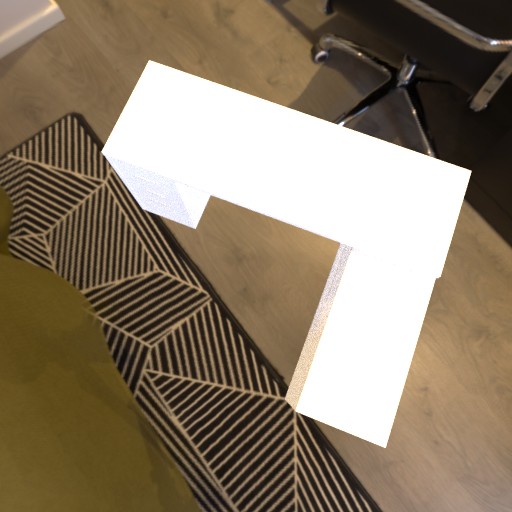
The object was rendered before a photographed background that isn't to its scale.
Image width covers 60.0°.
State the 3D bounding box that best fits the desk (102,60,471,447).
[{"bbox_3d":[0.000,0.000,2.210,1.524,0.759,1.199,21,77,5],"label":"desk"}]
